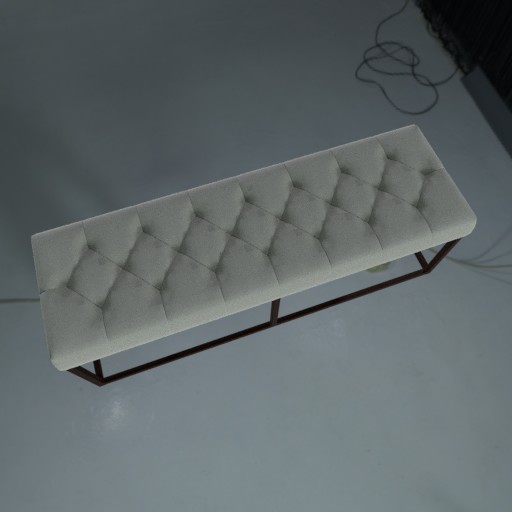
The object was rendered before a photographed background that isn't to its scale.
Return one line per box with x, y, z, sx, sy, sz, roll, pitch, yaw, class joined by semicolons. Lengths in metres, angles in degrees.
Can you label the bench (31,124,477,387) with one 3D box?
0.000;0.000;1.711;1.488;0.488;0.479;-18;66;-8;bench
